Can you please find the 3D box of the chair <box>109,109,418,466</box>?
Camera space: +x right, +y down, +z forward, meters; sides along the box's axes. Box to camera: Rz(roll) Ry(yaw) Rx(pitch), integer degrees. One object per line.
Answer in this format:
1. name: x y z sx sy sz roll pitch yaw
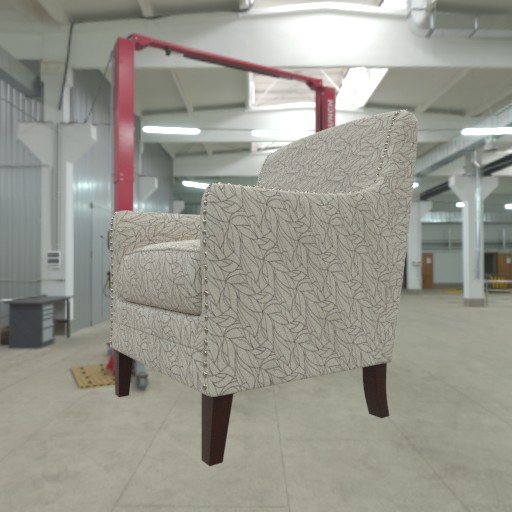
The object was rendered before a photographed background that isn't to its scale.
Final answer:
1. chair: 0.000 0.000 1.259 0.651 0.816 0.623 1 -1 -35
